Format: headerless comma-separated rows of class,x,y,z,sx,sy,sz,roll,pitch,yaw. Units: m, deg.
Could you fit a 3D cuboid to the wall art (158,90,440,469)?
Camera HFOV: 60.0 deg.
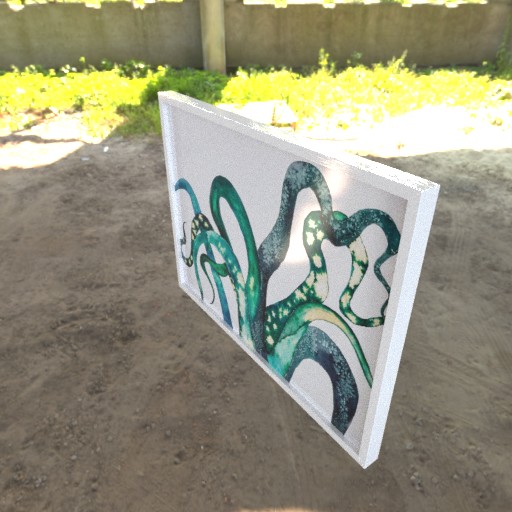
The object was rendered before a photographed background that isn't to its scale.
wall art,0.000,0.000,1.338,0.053,0.787,1.041,-21,37,-30
